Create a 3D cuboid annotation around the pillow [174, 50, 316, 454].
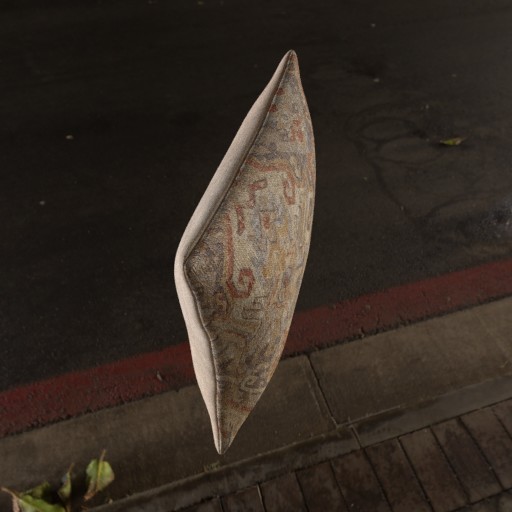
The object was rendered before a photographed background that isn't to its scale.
[{"bbox_3d":[0.000,0.000,0.781,0.166,0.506,0.523,11,48,10],"label":"pillow"}]
